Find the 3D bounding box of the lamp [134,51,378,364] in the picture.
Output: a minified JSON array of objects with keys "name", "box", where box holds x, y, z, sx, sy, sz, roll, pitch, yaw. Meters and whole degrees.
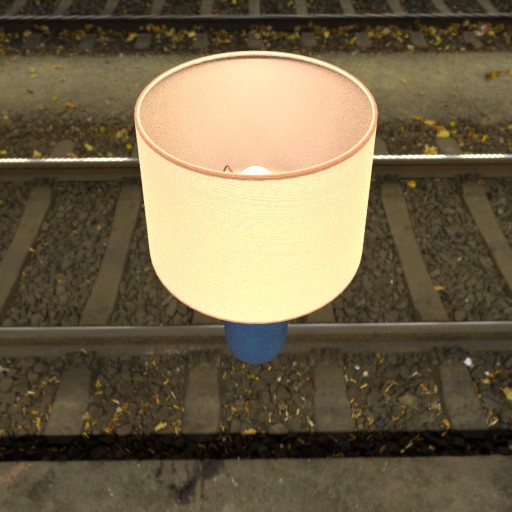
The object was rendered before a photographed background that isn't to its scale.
[{"name":"lamp","box":[0.000,0.000,0.816,0.367,0.609,0.367,0,48,0]}]
